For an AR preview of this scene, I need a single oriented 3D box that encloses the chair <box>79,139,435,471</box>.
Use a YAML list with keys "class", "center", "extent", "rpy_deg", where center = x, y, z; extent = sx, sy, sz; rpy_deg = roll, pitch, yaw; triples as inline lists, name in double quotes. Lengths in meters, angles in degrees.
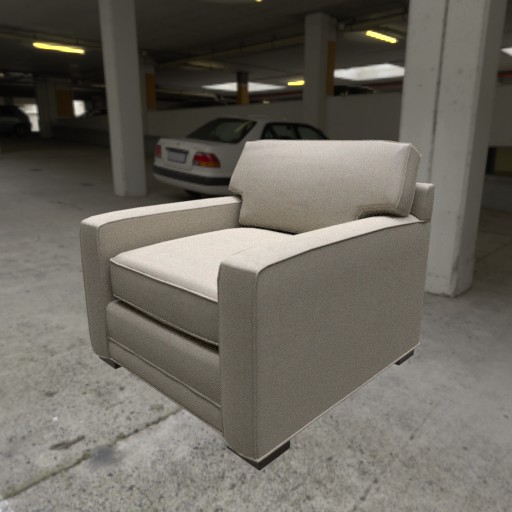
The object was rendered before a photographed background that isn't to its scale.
- class: "chair"
  center: [0.000, 0.000, 1.807]
  extent: [0.998, 0.913, 1.043]
  rpy_deg: [14, 21, 42]
